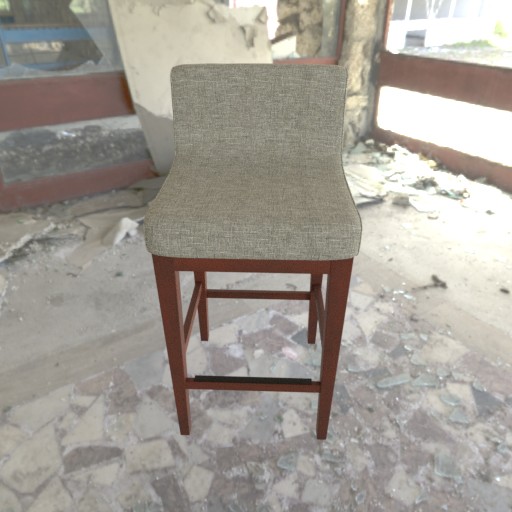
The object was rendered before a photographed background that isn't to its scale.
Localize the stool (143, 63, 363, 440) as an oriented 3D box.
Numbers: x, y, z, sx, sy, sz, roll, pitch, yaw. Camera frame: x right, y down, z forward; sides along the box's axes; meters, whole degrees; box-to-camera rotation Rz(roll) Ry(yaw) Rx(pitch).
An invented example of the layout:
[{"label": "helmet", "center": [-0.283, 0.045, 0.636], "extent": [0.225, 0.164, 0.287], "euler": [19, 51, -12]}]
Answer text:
[{"label": "stool", "center": [0.000, 0.000, 1.096], "extent": [0.417, 0.835, 0.459], "euler": [1, 30, 2]}]
